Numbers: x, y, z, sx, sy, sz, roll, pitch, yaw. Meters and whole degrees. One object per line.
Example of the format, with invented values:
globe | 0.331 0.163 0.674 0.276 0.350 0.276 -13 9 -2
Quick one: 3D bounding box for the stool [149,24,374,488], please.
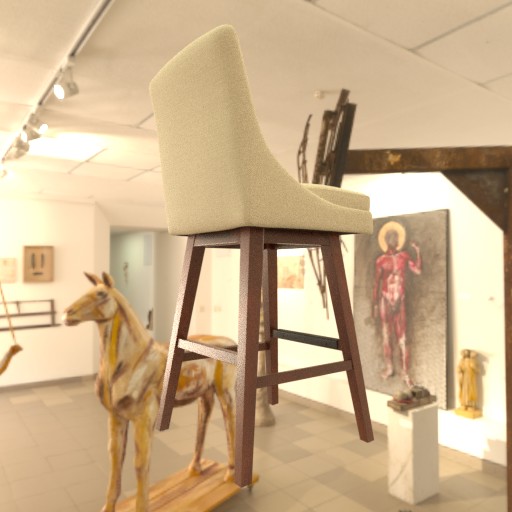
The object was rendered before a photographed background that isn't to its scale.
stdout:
stool | 0.000 0.000 1.352 0.559 1.097 0.470 1 -2 -37
